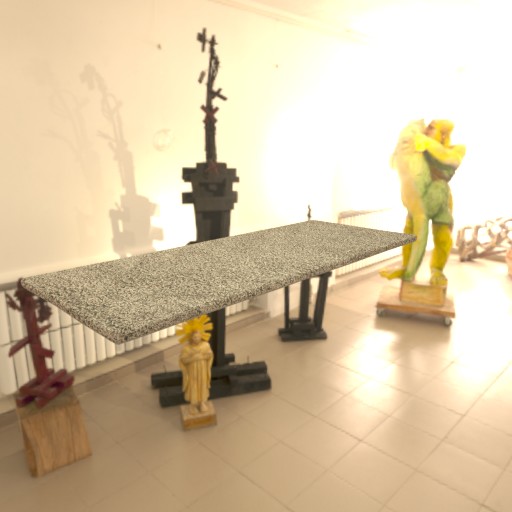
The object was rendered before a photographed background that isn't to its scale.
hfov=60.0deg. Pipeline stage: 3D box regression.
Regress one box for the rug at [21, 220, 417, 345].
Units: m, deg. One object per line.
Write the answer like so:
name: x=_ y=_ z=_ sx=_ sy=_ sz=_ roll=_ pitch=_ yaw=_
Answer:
rug: x=0.000 y=0.000 z=1.728 sx=0.609 sy=0.030 sz=1.524 roll=14 pitch=20 yaw=43
